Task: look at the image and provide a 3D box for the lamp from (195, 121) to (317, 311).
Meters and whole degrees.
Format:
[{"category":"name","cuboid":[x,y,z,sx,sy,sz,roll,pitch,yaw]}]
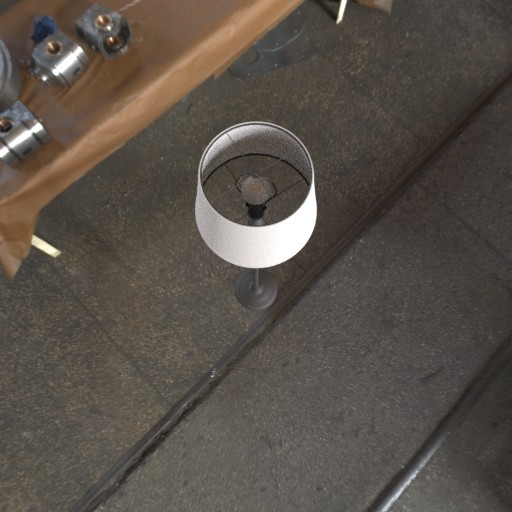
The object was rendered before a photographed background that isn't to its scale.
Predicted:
[{"category":"lamp","cuboid":[0.000,0.000,1.703,0.327,1.506,0.327,11,76,3]}]
